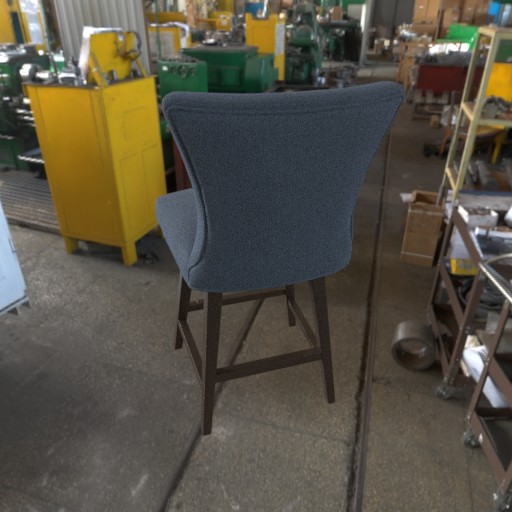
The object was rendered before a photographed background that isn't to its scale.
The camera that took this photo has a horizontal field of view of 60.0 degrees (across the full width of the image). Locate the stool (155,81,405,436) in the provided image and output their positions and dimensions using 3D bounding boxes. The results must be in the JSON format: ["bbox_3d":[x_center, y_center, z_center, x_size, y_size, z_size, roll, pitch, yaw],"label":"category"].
[{"bbox_3d":[0.000,0.000,1.300,0.514,1.000,0.574,-9,30,-15],"label":"stool"}]
